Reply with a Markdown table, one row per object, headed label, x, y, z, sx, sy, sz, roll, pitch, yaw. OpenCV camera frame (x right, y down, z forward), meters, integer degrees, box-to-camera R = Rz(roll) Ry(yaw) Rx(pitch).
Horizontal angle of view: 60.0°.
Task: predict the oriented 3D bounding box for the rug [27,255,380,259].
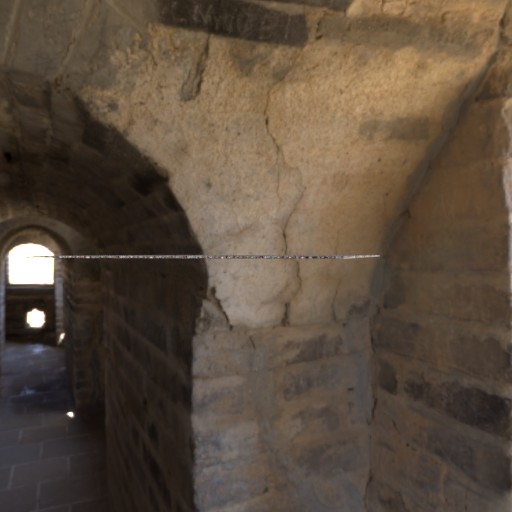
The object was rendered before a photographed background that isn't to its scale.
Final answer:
| label | x | y | z | sx | sy | sz | roll | pitch | yaw |
| --- | --- | --- | --- | --- | --- | --- | --- | --- | --- |
| rug | 0.000 | 0.000 | 2.502 | 1.237 | 0.010 | 2.029 | 0 | 0 | 19 |
